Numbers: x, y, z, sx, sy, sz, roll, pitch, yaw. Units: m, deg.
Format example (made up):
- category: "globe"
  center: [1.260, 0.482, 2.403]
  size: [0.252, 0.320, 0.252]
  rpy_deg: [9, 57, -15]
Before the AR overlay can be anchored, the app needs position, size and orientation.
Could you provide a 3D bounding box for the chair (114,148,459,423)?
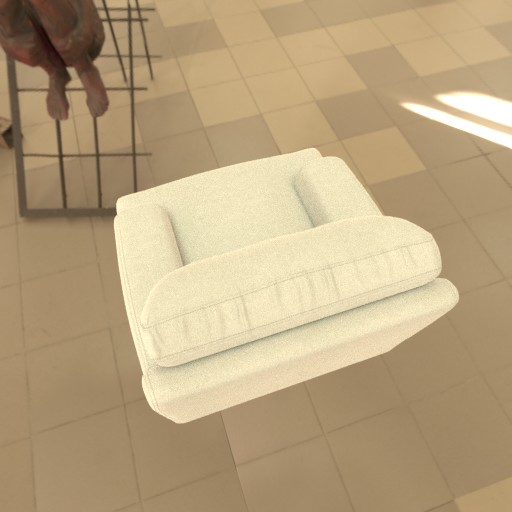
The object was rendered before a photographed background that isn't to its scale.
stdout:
- category: "chair"
  center: [0.000, 0.000, 1.926]
  size: [1.140, 0.930, 1.158]
  rpy_deg: [-16, 60, -10]
